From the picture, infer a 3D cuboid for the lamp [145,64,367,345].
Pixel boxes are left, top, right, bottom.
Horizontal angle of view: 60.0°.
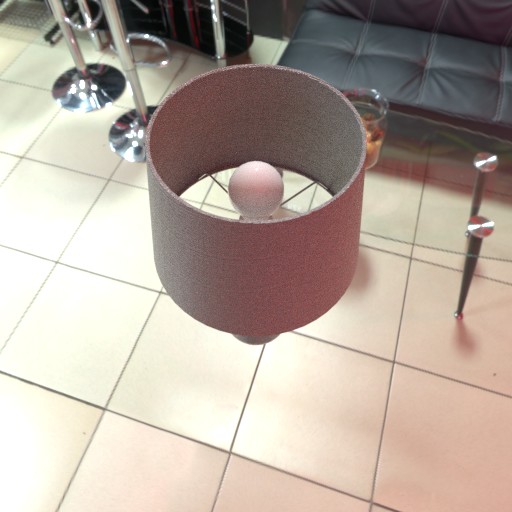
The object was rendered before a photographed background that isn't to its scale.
[{"bbox_3d":[0.000,0.000,0.583,0.253,0.428,0.253,0,59,0],"label":"lamp"}]
